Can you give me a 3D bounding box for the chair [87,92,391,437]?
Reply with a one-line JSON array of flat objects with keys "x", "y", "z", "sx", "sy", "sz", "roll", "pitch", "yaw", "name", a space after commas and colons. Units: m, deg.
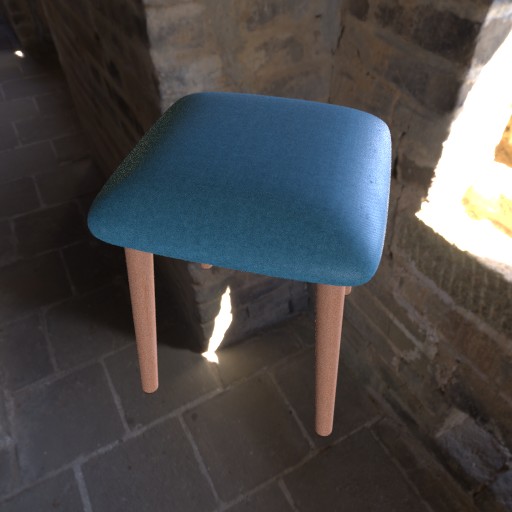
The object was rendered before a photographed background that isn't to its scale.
[{"x": 0.000, "y": 0.000, "z": 0.730, "sx": 0.360, "sy": 0.450, "sz": 0.360, "roll": 10, "pitch": 46, "yaw": 10, "name": "chair"}]
